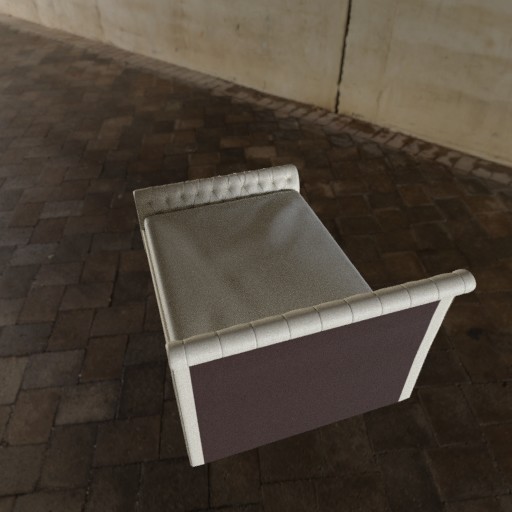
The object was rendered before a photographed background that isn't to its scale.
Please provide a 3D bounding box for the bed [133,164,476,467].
[{"bbox_3d":[0.000,0.000,3.394,1.606,1.268,2.493,-12,42,-14],"label":"bed"}]
